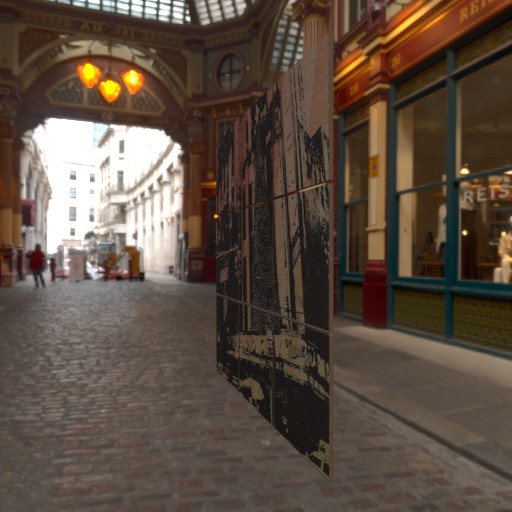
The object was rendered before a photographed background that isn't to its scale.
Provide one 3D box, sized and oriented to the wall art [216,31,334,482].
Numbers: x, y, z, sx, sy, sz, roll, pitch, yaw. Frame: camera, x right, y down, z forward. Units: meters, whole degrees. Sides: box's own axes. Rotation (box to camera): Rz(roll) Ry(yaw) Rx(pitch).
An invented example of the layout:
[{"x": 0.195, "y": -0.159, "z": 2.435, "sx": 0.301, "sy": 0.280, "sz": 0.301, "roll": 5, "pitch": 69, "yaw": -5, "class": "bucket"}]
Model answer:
[{"x": 0.000, "y": 0.000, "z": 2.214, "sx": 0.017, "sy": 1.521, "sz": 1.527, "roll": 0, "pitch": 0, "yaw": -20, "class": "wall art"}]
